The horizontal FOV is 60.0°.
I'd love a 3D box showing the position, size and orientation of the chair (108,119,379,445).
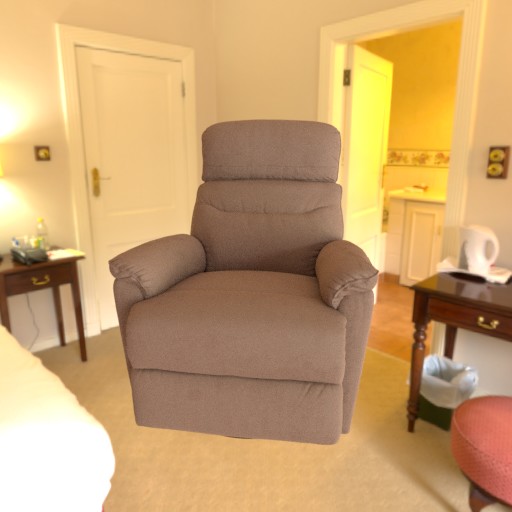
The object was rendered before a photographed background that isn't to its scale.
[{"bbox_3d":[0.000,0.000,1.682,0.820,1.037,1.004,2,14,8],"label":"chair"}]
